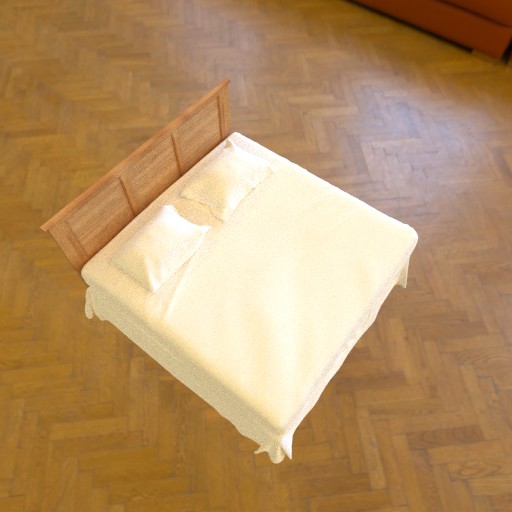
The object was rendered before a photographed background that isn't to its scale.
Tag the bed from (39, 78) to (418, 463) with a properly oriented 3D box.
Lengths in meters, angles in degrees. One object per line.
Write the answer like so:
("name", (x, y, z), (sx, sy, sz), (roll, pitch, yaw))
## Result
("bed", (0.000, 0.000, 3.651), (2.215, 1.270, 2.317), (33, 64, 18))
